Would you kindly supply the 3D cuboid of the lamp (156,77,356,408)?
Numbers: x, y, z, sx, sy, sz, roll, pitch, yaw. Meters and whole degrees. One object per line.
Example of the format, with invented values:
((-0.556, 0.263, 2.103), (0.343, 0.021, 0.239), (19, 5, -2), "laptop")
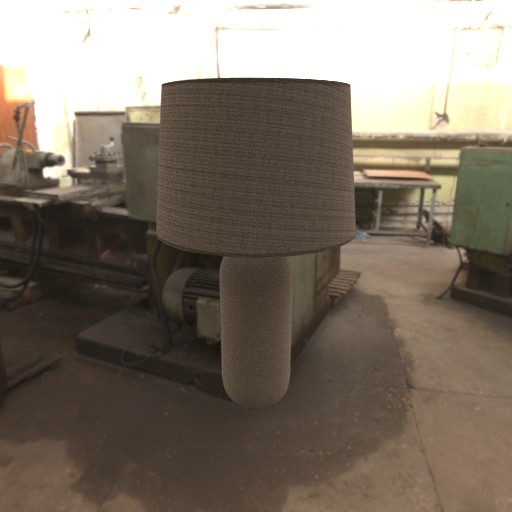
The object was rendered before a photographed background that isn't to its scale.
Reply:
((0.000, 0.000, 0.849), (0.367, 0.609, 0.367), (0, 17, 0), "lamp")
